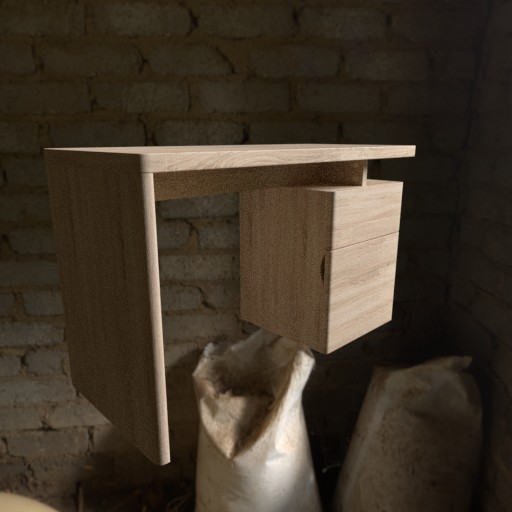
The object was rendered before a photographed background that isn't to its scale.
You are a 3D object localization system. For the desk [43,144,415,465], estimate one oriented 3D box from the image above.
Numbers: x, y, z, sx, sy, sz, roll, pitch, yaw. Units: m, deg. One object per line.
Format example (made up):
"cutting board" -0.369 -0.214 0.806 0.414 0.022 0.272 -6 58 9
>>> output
"desk" 0.000 0.000 1.590 1.200 0.760 0.550 -14 21 -42
